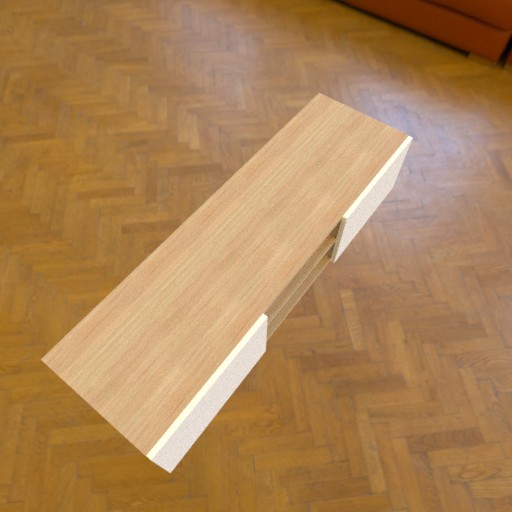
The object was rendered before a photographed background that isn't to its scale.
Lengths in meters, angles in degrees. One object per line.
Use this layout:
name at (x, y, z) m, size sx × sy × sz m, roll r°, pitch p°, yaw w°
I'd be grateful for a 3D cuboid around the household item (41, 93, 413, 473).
household item at (0.000, 0.000, 1.574) m, size 0.420 × 0.310 × 1.400 m, roll 33°, pitch 64°, yaw 19°
